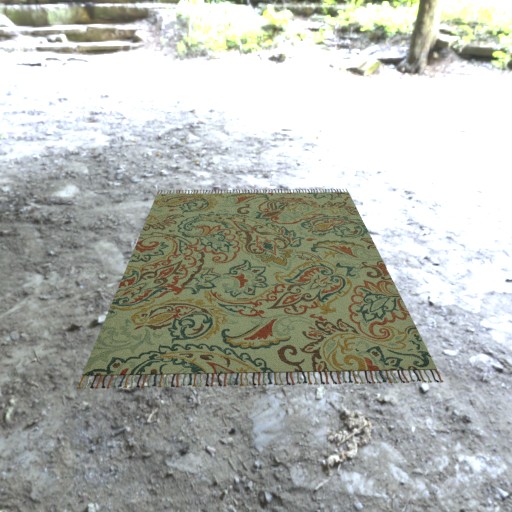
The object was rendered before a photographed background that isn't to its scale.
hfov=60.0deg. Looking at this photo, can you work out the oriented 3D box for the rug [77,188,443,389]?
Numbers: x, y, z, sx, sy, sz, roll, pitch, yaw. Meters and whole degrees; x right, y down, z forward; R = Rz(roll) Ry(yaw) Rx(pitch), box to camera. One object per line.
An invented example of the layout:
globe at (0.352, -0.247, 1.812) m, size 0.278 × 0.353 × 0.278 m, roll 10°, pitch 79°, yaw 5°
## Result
rug at (0.000, 0.000, 4.333) m, size 2.439 × 0.015 × 3.274 m, roll -1°, pitch 32°, yaw -1°
